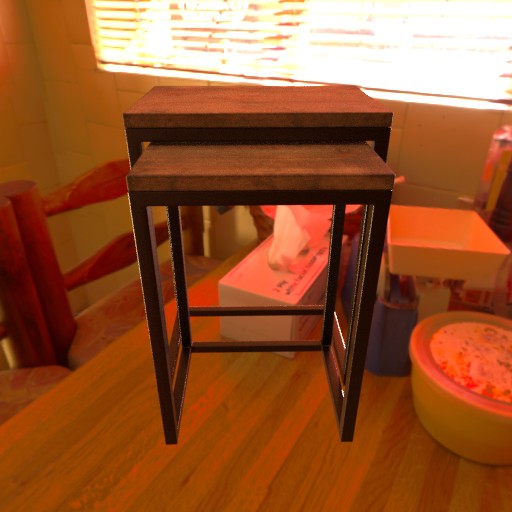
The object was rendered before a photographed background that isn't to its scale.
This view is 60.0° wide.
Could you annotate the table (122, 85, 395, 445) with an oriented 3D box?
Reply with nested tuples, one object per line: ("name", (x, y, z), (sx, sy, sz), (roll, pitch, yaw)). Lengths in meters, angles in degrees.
("table", (0.000, 0.000, 0.936), (0.456, 0.615, 0.460), (1, 29, 1))
